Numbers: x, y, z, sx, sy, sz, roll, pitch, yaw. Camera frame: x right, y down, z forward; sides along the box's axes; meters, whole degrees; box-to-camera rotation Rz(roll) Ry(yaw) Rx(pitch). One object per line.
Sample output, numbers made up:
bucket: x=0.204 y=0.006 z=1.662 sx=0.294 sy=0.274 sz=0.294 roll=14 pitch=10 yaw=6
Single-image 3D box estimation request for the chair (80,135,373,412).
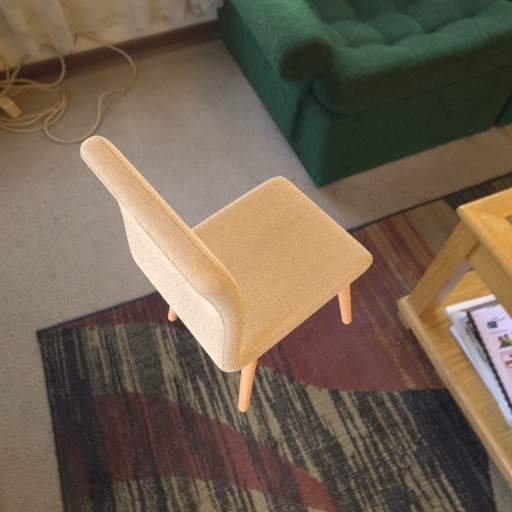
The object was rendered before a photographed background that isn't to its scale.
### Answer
chair: x=0.000 y=0.000 z=1.193 sx=0.550 sy=0.885 sz=0.435 roll=-35 pitch=65 yaw=-19
